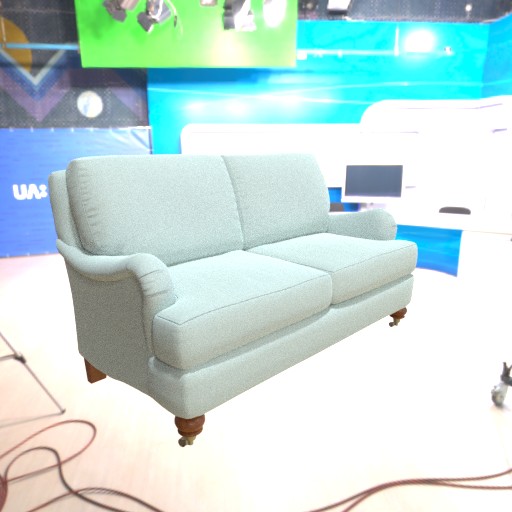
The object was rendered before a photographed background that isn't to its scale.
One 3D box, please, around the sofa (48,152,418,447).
[{"bbox_3d":[0.000,0.000,2.455,1.084,1.101,1.853,14,19,43],"label":"sofa"}]
